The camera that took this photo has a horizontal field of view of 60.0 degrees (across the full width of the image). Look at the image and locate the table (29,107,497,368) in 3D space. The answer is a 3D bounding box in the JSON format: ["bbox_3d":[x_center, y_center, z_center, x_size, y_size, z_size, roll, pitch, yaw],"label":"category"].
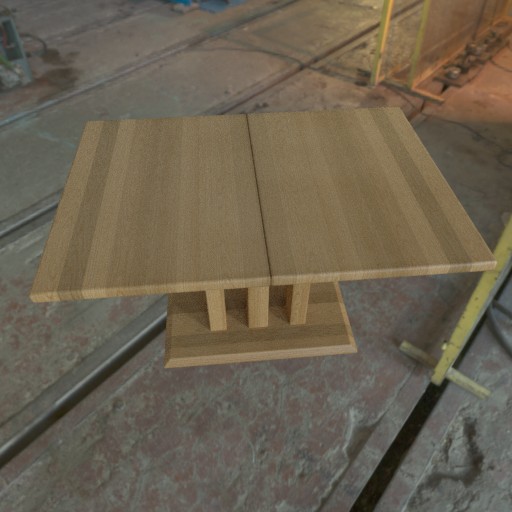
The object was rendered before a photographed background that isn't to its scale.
[{"bbox_3d":[0.000,0.000,1.800,1.300,0.770,0.900,-4,47,-4],"label":"table"}]
